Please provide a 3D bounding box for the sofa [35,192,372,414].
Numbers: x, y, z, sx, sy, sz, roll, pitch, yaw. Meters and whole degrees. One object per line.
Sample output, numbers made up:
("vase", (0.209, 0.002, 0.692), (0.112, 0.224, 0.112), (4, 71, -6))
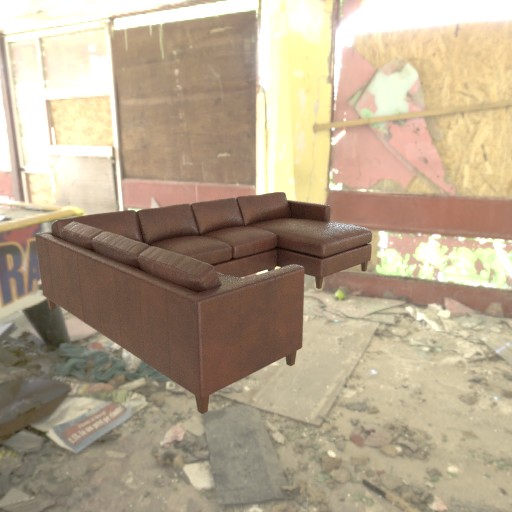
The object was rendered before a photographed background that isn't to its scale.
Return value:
("sofa", (0.000, 0.000, 4.446), (3.324, 0.891, 2.452), (-15, 21, -43))
